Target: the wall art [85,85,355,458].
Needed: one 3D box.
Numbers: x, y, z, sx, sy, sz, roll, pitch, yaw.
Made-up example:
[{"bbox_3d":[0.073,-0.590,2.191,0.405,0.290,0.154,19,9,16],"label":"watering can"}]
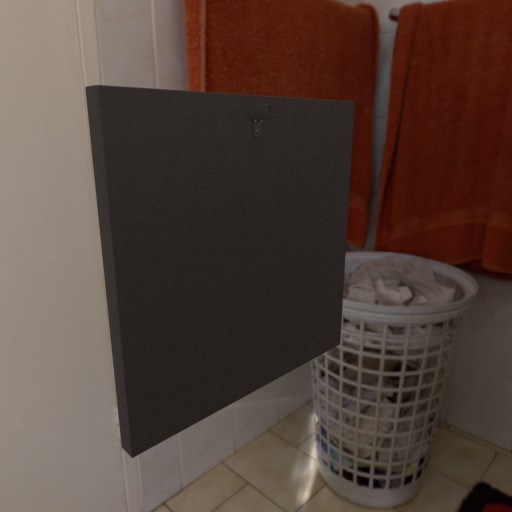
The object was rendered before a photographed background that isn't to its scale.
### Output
[{"bbox_3d":[0.000,0.000,0.512,0.349,0.349,0.038,-15,22,-42],"label":"wall art"}]
